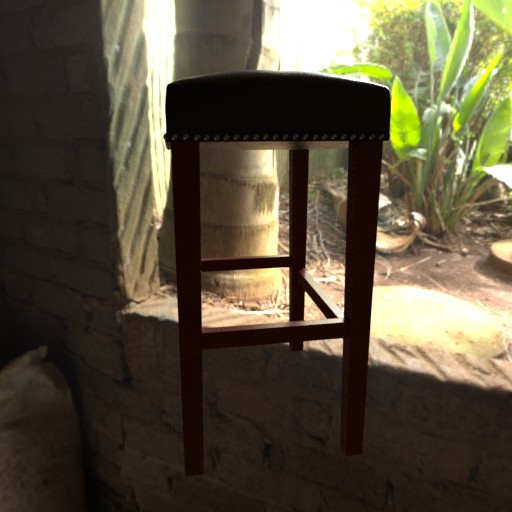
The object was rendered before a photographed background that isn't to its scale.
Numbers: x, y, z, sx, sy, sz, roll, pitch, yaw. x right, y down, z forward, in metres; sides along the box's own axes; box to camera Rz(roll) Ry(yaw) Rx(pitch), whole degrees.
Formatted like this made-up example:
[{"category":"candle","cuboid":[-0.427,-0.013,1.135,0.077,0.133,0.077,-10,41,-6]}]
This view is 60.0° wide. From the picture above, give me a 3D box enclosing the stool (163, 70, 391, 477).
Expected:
[{"category":"stool","cuboid":[0.000,0.000,1.012,0.372,0.742,0.504,-3,17,-9]}]
